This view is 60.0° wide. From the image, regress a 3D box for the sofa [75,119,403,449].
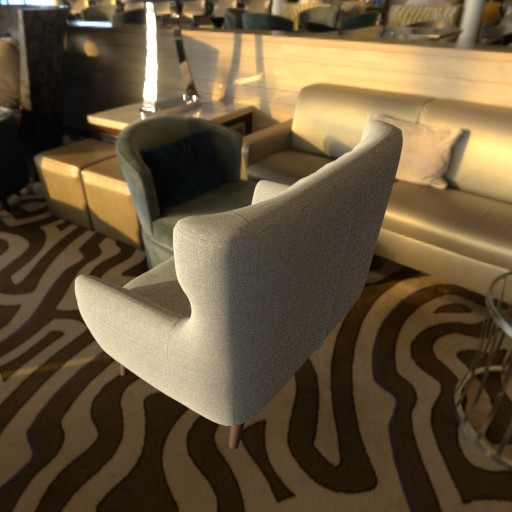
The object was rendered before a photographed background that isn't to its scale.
[{"bbox_3d":[0.000,0.000,2.012,0.884,1.028,1.386,21,37,30],"label":"sofa"}]
